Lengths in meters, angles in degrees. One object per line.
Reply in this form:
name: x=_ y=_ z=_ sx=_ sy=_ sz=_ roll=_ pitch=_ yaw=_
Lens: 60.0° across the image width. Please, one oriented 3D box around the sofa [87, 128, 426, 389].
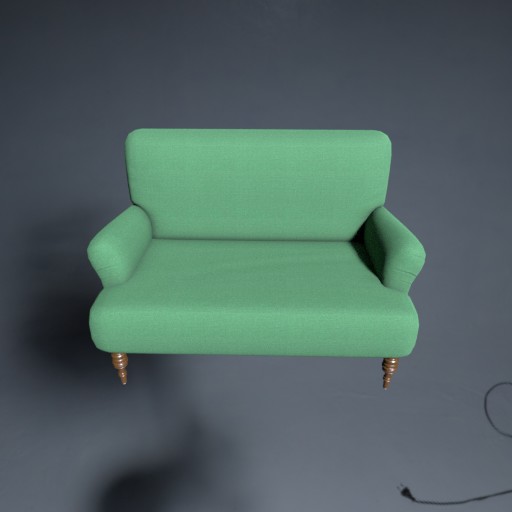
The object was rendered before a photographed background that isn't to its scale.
sofa: x=0.000 y=0.000 z=1.880 sx=1.297 sy=0.889 sz=0.779 roll=1 pitch=29 yaw=1
